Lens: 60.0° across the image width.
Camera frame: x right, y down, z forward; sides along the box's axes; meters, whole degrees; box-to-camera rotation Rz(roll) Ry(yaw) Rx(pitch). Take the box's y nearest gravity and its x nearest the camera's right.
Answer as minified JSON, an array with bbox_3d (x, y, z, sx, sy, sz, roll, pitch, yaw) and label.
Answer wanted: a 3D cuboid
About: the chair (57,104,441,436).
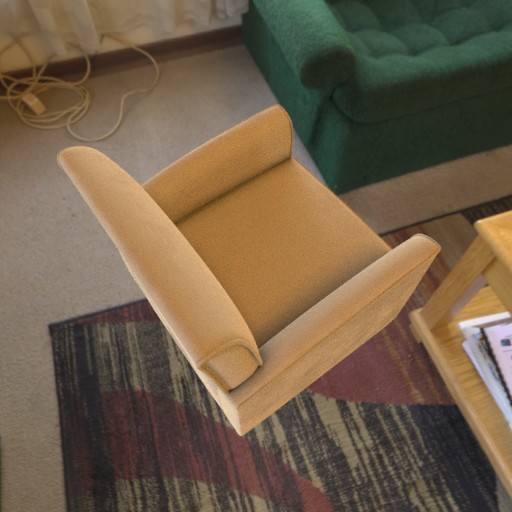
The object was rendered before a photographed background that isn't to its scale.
[{"bbox_3d":[0.000,0.000,1.533,0.821,0.915,0.820,-32,63,-18],"label":"chair"}]
